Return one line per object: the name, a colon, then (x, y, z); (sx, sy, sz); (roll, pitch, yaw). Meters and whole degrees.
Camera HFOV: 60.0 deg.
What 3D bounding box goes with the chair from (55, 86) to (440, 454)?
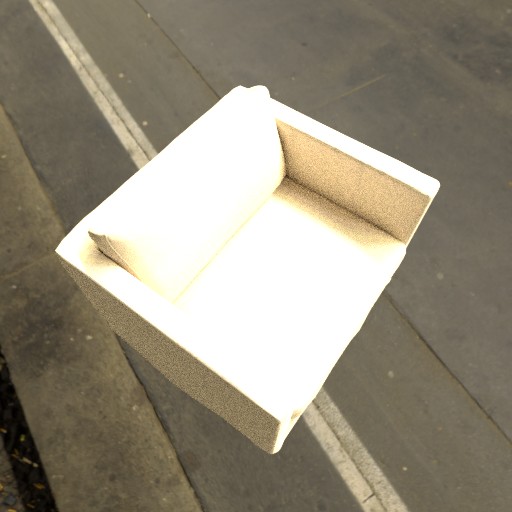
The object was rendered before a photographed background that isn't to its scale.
chair: (0.000, 0.000, 1.757); (0.947, 0.851, 1.057); (32, 64, 18)
